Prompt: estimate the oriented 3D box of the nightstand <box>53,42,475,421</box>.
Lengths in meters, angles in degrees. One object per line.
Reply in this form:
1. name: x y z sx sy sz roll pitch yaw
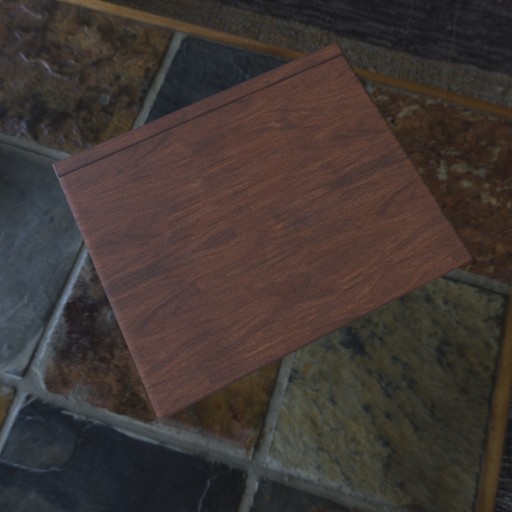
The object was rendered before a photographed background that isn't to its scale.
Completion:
1. nightstand: 0.000 0.000 0.984 0.521 0.607 0.445 -26 77 -6
